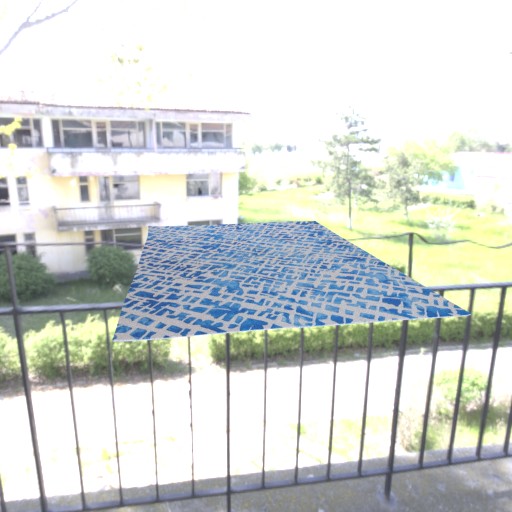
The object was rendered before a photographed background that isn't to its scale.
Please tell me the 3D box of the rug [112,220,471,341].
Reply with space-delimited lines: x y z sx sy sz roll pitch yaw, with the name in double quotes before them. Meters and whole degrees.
"rug" 0.000 0.000 2.320 1.209 0.011 1.830 -3 15 -10
